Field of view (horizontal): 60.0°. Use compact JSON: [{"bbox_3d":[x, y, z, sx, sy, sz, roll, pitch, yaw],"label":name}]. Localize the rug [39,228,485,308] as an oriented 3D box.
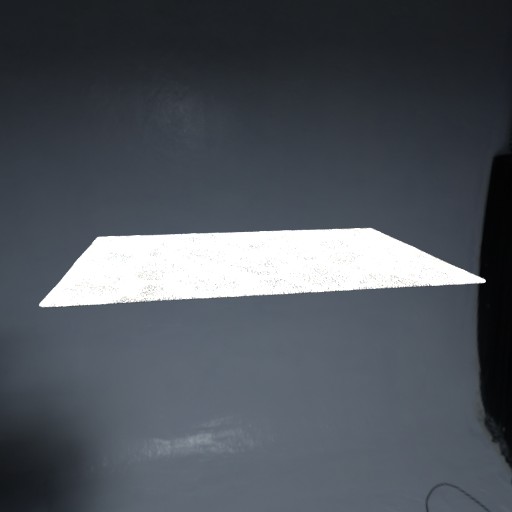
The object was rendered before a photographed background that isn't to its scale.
[{"bbox_3d":[0.000,0.000,3.483,2.701,0.026,1.801,-2,15,-9],"label":"rug"}]
